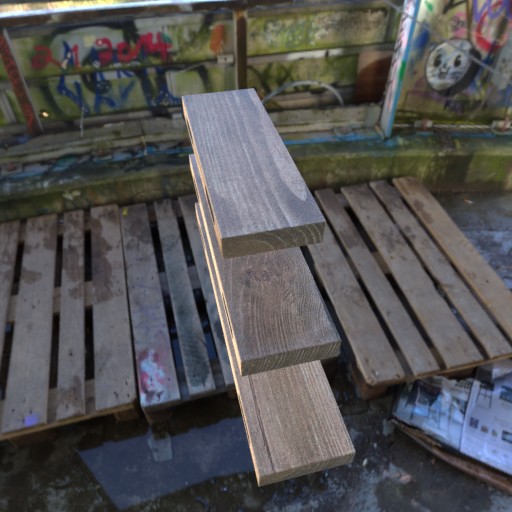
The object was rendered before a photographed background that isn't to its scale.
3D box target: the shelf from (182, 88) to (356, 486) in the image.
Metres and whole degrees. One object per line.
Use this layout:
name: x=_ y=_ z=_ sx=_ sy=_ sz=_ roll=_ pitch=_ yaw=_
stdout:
shelf: x=0.000 y=0.000 z=0.740 sx=0.140 sy=0.293 sz=0.610 roll=-10 pitch=46 yaw=-10
